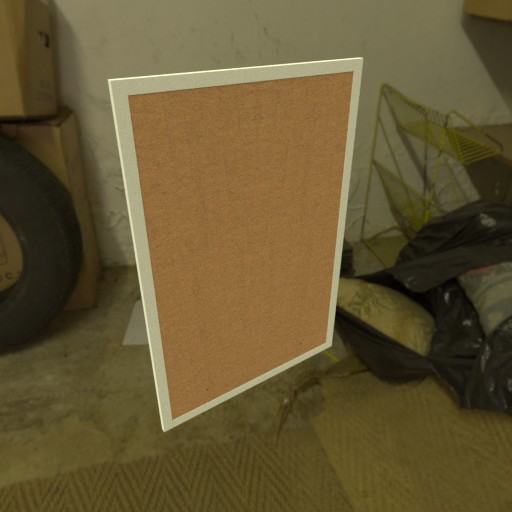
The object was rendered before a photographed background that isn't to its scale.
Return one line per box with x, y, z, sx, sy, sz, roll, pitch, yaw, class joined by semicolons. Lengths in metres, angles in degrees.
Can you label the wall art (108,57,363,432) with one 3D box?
0.000;0.000;1.222;0.660;0.965;0.015;-19;35;-29;wall art
